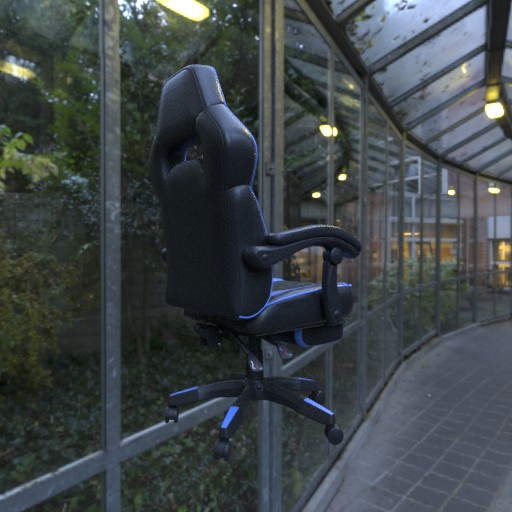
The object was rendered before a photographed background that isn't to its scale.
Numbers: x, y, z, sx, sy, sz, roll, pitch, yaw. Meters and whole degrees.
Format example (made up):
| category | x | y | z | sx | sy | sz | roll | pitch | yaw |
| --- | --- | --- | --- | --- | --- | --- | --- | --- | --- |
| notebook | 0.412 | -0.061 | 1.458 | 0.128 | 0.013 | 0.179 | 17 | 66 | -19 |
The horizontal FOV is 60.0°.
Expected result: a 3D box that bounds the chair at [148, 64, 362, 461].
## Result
| category | x | y | z | sx | sy | sz | roll | pitch | yaw |
| --- | --- | --- | --- | --- | --- | --- | --- | --- | --- |
| chair | 0.000 | 0.000 | 1.717 | 0.700 | 1.280 | 0.700 | 0 | 1 | -36 |
